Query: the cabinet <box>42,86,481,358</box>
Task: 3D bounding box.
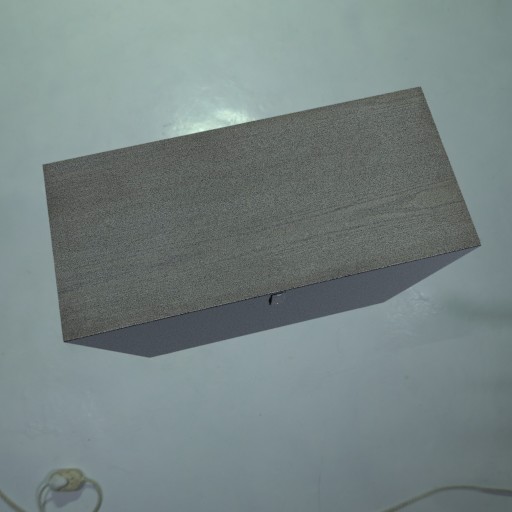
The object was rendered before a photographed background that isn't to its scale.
[{"bbox_3d":[0.000,0.000,1.229,0.781,0.787,0.370,-13,75,-3],"label":"cabinet"}]
